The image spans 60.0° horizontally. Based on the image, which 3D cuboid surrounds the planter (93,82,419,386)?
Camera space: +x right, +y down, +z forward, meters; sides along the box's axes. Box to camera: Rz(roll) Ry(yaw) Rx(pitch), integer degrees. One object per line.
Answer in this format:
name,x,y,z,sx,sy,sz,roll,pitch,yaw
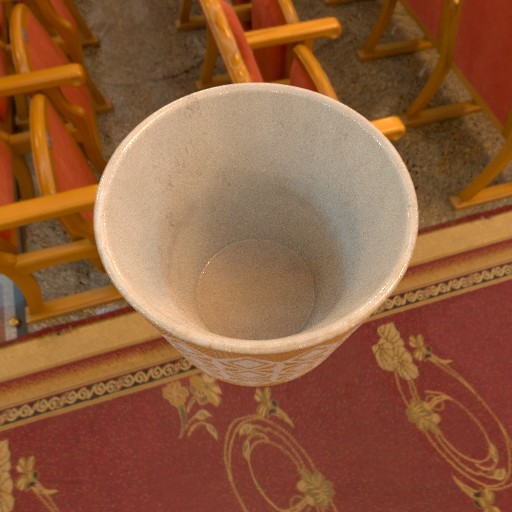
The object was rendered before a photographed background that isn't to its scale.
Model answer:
planter,0.000,0.000,0.220,0.126,0.104,0.126,0,62,0
